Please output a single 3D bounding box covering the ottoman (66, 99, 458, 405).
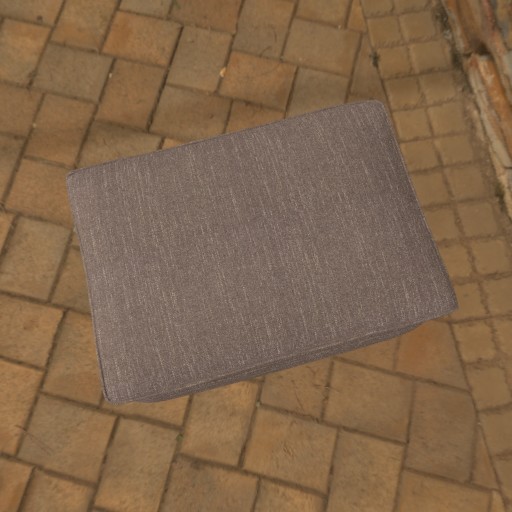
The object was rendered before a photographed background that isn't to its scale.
[{"bbox_3d":[0.000,0.000,0.991,0.686,0.406,0.508,-14,76,-4],"label":"ottoman"}]
